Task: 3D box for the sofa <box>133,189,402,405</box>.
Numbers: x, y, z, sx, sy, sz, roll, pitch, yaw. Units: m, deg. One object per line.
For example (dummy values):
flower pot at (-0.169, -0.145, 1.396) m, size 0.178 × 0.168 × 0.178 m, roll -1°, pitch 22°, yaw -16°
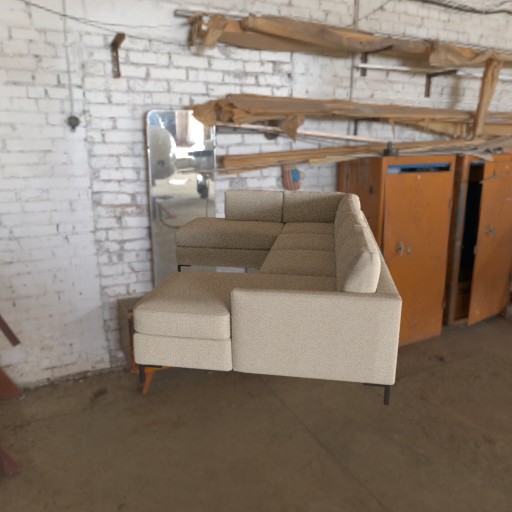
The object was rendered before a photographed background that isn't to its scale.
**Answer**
sofa at (0.000, 0.000, 3.842) m, size 1.989 × 0.862 × 2.984 m, roll 2°, pitch 15°, yaw 9°
